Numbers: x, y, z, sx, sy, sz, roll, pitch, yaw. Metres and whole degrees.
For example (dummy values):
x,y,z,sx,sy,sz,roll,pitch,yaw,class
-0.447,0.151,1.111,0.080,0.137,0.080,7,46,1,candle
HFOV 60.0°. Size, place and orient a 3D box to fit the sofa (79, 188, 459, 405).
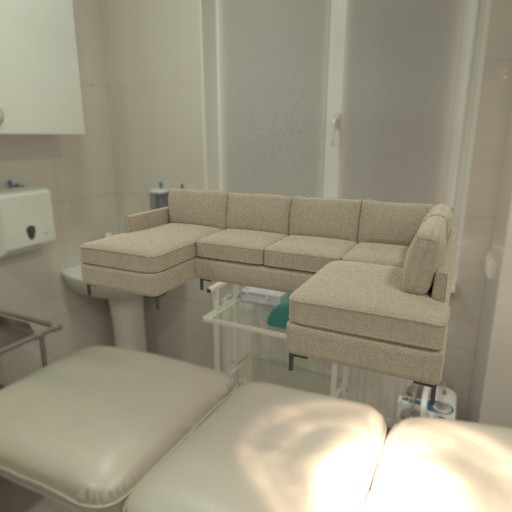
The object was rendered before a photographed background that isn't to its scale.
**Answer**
x,y,z,sx,sy,sz,roll,pitch,yaw,class
0.000,0.000,4.140,3.423,0.996,2.021,7,17,25,sofa
